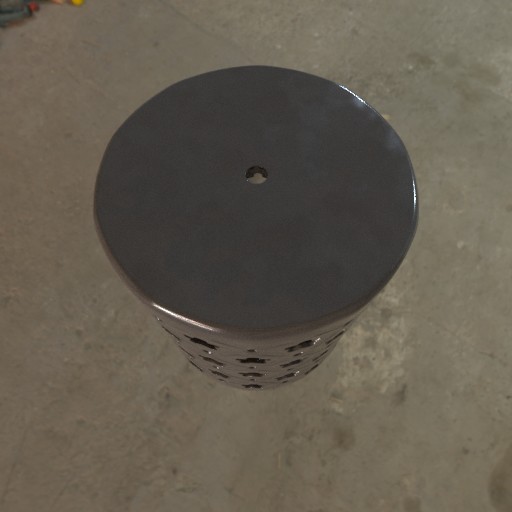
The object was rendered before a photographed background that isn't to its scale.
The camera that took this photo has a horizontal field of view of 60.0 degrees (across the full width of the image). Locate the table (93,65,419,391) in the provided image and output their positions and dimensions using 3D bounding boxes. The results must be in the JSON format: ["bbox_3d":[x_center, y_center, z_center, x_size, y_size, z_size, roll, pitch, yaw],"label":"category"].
[{"bbox_3d":[0.000,0.000,0.643,0.352,0.387,0.352,0,63,0],"label":"table"}]
